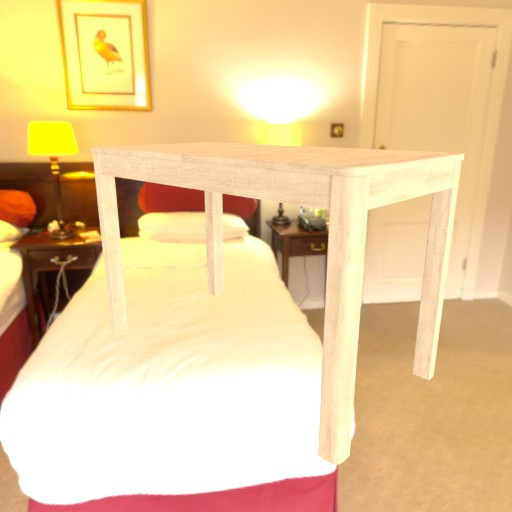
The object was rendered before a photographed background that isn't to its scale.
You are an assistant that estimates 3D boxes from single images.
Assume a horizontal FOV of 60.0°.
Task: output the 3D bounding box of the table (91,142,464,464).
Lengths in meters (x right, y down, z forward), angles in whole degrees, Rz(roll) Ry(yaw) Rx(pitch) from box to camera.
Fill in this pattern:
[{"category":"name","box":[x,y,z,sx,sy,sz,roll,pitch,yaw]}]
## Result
[{"category":"table","box":[0.000,0.000,1.930,1.400,0.900,0.750,15,23,41]}]
